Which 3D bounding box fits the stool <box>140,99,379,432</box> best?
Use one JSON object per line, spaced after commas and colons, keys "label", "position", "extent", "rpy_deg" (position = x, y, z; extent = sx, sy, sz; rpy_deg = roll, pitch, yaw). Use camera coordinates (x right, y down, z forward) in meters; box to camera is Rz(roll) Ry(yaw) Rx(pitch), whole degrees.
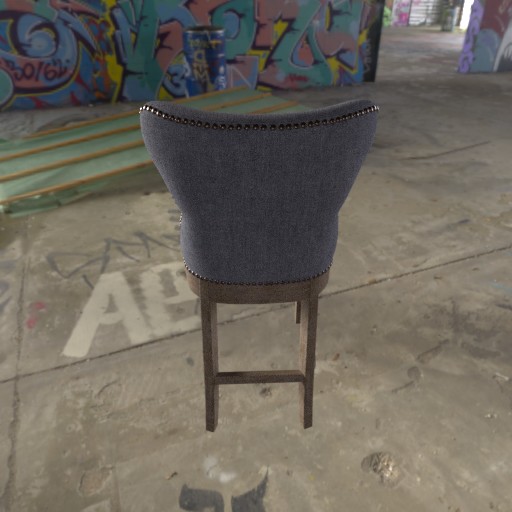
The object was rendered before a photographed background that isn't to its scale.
{"label": "stool", "position": [0.000, 0.000, 1.325], "extent": [0.498, 0.981, 0.608], "rpy_deg": [-1, 31, -2]}
